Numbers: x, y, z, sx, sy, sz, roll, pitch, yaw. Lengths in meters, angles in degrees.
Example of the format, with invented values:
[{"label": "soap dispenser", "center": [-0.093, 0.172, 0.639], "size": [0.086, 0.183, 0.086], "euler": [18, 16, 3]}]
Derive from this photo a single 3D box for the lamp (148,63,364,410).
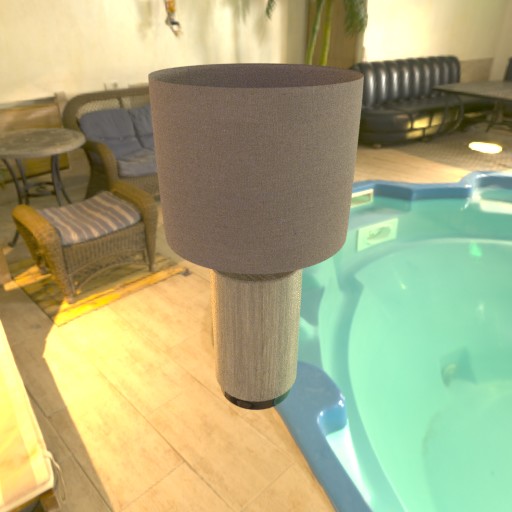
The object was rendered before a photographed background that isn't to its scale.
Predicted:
[{"label": "lamp", "center": [0.000, 0.000, 0.579], "size": [0.228, 0.444, 0.228], "euler": [-21, 35, -33]}]
